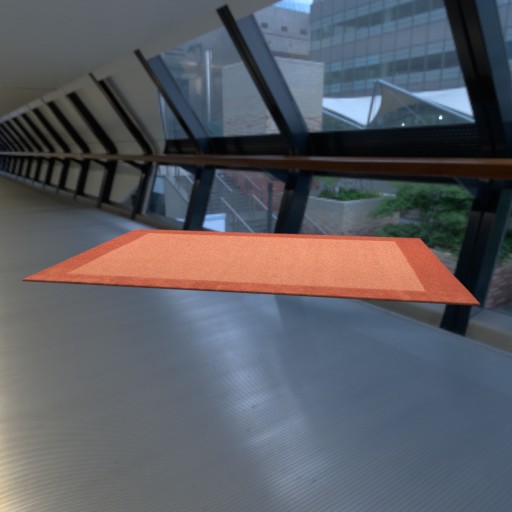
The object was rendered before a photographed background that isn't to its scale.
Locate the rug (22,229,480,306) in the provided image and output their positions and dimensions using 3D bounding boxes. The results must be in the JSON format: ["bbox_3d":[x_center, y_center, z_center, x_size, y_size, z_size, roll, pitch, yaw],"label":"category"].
[{"bbox_3d":[0.000,0.000,3.049,2.438,0.014,1.524,2,15,9],"label":"rug"}]
